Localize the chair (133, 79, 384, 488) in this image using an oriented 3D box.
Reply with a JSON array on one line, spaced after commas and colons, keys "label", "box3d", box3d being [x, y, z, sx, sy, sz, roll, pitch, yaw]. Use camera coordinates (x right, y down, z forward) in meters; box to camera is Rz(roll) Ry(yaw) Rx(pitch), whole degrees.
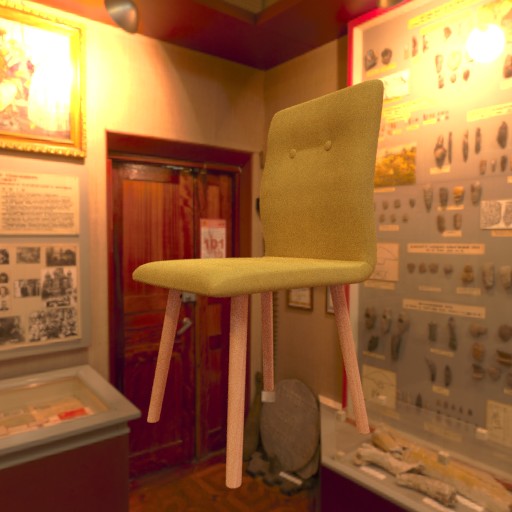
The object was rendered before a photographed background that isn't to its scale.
[{"label": "chair", "box3d": [0.000, 0.000, 1.237, 0.550, 0.965, 0.450, -2, 3, -37]}]
